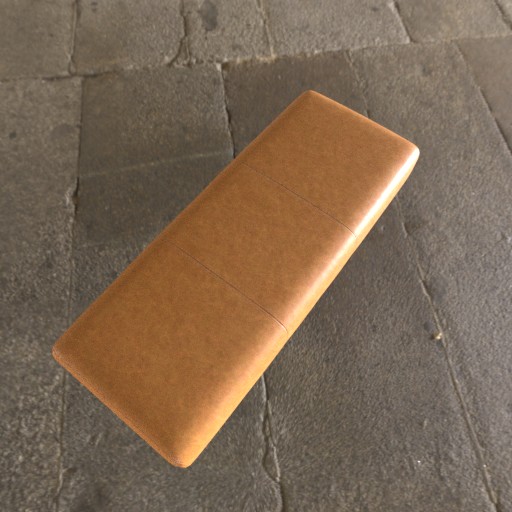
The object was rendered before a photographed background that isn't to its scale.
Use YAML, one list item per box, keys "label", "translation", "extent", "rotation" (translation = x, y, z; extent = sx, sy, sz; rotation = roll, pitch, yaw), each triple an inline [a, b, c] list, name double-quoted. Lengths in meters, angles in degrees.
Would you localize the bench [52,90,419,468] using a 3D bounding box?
- label: "bench"
  translation: [0.000, 0.000, 1.889]
  extent: [0.653, 0.399, 1.610]
  rotation: [34, 68, 16]
